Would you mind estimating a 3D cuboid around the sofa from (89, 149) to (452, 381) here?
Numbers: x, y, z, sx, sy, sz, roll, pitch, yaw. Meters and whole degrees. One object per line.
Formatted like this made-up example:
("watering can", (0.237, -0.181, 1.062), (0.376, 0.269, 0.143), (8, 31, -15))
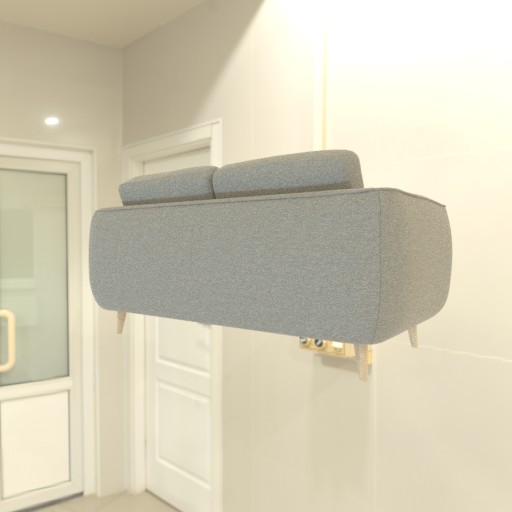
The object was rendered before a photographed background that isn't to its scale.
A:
("sofa", (0.000, 0.000, 2.233), (1.700, 0.850, 0.920), (1, 2, 36))
